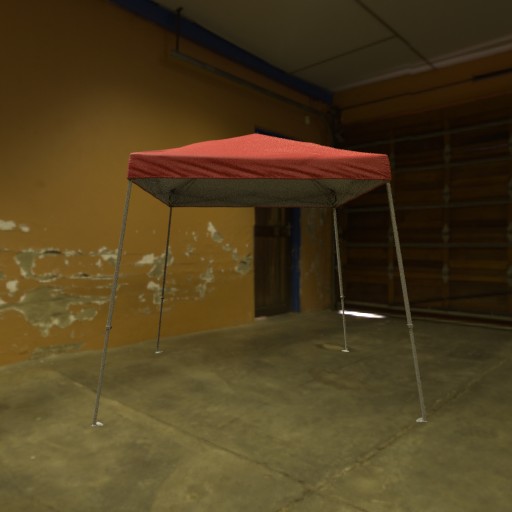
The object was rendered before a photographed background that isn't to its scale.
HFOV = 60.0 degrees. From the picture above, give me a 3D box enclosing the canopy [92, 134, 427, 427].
[{"bbox_3d":[0.000,0.000,5.173,2.849,2.849,2.848,0,0,-2],"label":"canopy"}]
